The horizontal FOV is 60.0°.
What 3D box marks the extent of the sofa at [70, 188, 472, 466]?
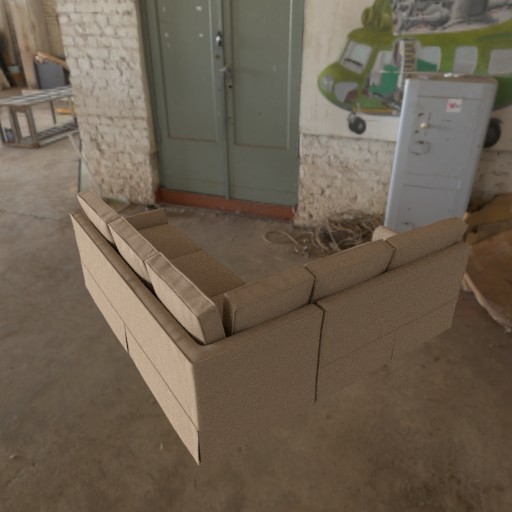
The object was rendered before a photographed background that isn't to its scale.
[{"bbox_3d":[0.000,0.000,4.274,2.730,1.124,2.733,-18,33,-30],"label":"sofa"}]
